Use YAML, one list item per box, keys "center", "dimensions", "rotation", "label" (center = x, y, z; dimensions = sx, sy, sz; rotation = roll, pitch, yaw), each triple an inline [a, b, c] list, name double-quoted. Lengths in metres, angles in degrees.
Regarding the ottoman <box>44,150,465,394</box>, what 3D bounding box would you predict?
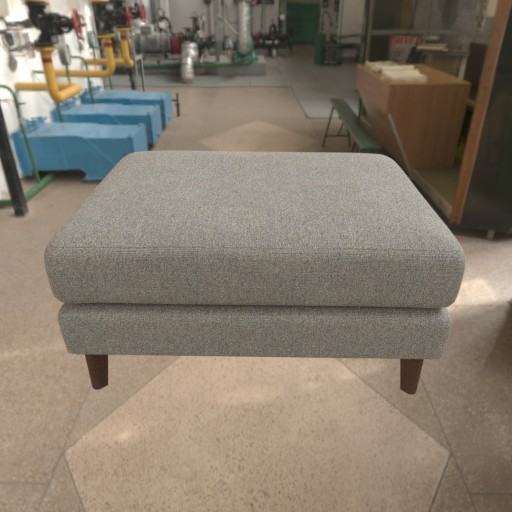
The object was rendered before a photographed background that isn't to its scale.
- center: [0.000, 0.000, 1.172]
  dimensions: [0.821, 0.441, 0.611]
  rotation: [1, 30, 1]
  label: "ottoman"
